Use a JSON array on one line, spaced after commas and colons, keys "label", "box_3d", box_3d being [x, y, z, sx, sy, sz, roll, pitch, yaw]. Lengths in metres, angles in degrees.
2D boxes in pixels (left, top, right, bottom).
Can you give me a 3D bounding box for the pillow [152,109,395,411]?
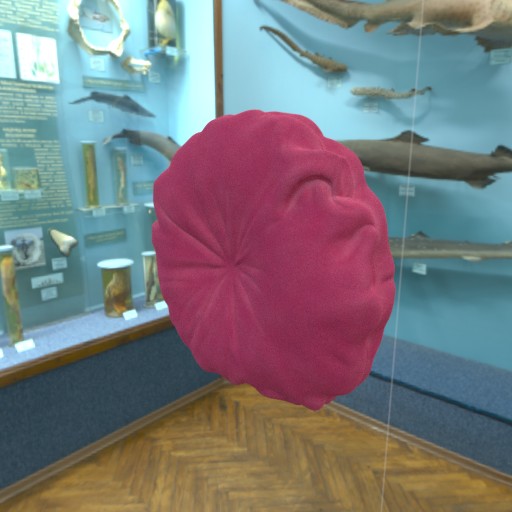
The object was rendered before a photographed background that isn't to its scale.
[{"label": "pillow", "box_3d": [0.000, 0.000, 0.649, 0.428, 0.407, 0.148, 13, 19, 42]}]
